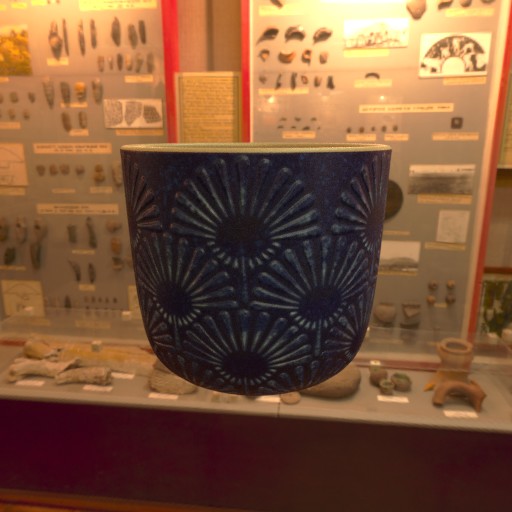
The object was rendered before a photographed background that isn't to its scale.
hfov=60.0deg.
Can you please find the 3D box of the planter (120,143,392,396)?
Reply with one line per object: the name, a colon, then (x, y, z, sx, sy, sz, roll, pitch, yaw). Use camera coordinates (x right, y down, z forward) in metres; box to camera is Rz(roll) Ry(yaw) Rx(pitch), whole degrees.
planter: (0.000, 0.000, 0.224, 0.124, 0.109, 0.124, 0, 15, 0)
